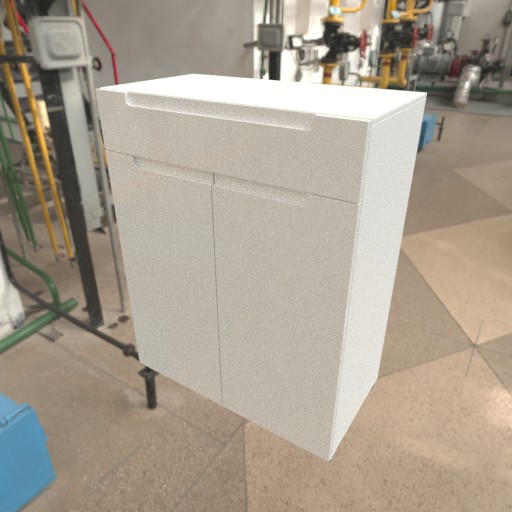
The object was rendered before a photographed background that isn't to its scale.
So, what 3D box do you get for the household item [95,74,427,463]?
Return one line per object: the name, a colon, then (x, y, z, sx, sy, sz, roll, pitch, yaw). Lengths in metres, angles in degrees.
household item: (0.000, 0.000, 1.429, 0.790, 1.010, 0.420, 17, 33, 29)
